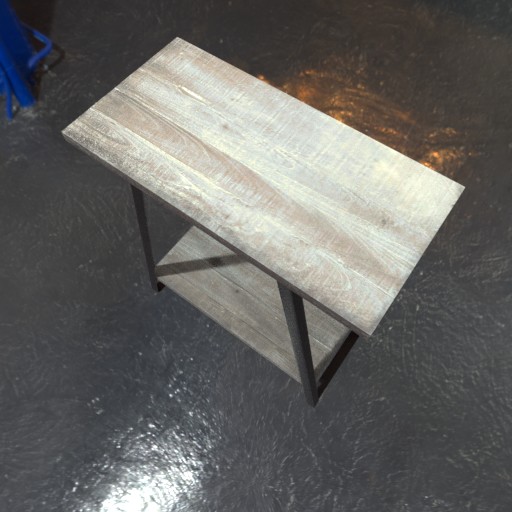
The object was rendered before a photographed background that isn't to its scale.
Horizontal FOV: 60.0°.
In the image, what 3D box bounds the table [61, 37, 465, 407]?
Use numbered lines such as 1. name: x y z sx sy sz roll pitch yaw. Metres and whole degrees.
1. table: 0.000 0.000 1.035 0.599 0.701 0.300 33 68 16
